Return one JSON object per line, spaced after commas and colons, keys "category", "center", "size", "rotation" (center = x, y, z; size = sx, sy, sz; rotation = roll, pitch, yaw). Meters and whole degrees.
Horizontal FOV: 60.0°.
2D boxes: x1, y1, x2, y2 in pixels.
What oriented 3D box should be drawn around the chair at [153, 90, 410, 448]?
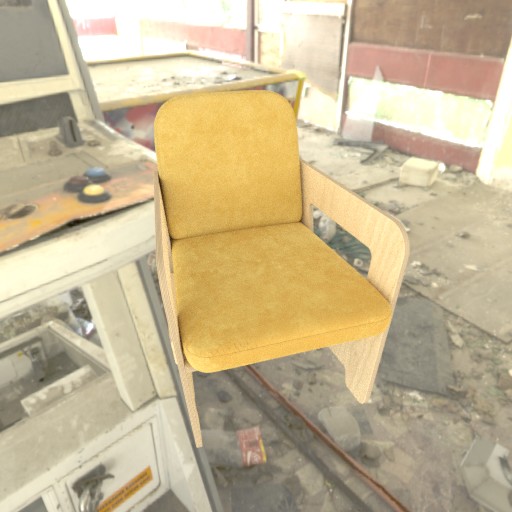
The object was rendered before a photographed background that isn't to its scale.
{"category": "chair", "center": [0.000, 0.000, 1.289], "size": [0.590, 0.800, 0.710], "rotation": [-9, 32, -15]}
